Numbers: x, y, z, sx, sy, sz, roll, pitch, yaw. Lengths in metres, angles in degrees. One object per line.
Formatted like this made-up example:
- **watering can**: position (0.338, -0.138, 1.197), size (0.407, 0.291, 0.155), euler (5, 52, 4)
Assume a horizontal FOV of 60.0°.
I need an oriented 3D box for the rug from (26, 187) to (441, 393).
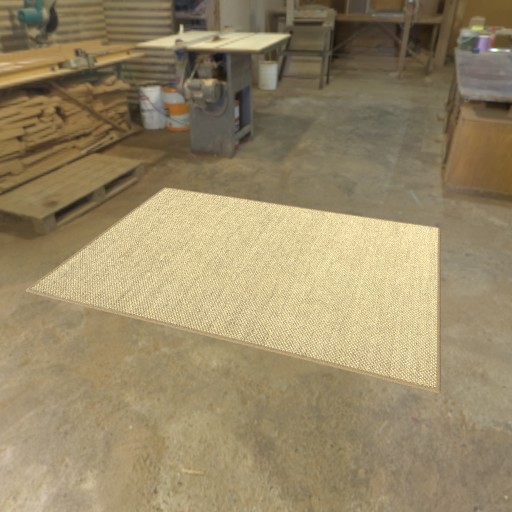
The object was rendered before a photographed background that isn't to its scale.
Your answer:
- **rug**: position (0.000, 0.000, 2.694), size (2.115, 0.013, 1.517), euler (10, 33, 17)
